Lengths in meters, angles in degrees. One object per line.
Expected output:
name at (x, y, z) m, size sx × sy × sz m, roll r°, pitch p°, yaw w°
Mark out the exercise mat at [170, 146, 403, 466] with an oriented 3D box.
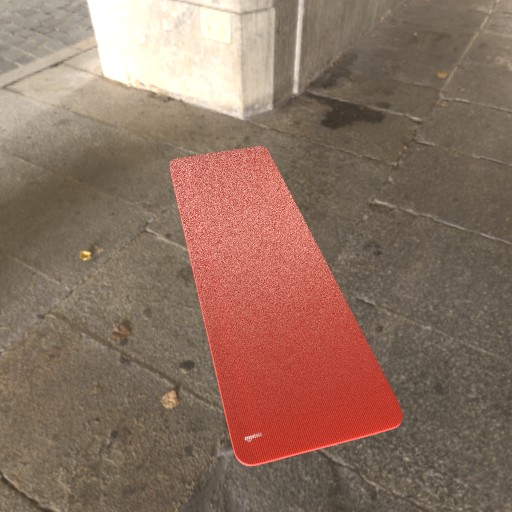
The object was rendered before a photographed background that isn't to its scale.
exercise mat at (0.000, 0.000, 2.134) m, size 0.616 × 0.021 × 1.869 m, roll -11°, pitch 47°, yaw -10°
